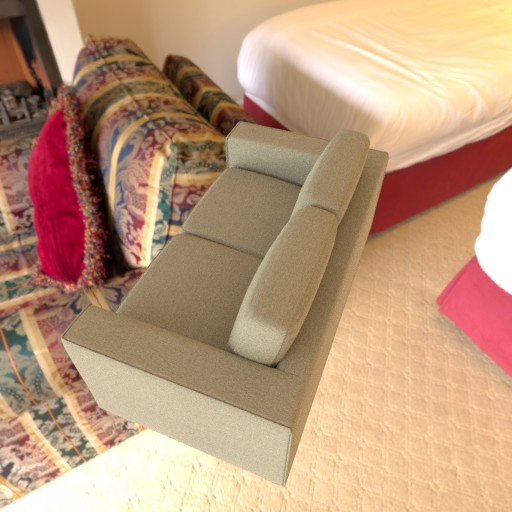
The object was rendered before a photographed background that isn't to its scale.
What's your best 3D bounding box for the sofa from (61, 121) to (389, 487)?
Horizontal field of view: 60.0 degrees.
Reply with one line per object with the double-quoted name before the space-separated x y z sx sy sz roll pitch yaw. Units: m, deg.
"sofa" 0.000 0.000 2.366 1.007 0.924 1.812 16 49 15
